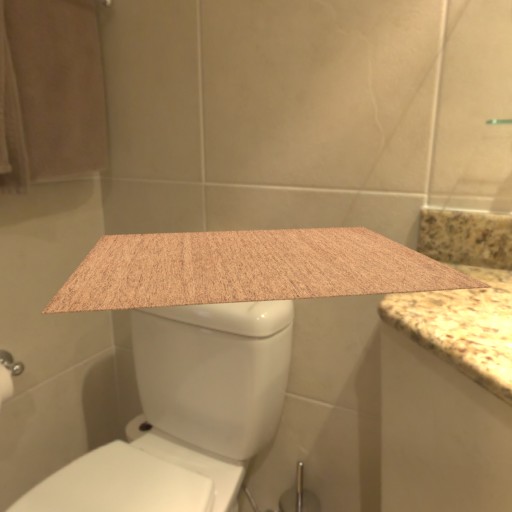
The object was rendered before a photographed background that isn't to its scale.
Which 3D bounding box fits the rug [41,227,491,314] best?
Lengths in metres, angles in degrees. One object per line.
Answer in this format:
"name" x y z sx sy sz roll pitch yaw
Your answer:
"rug" 0.000 0.000 4.260 3.205 0.013 2.448 -2 15 -9
